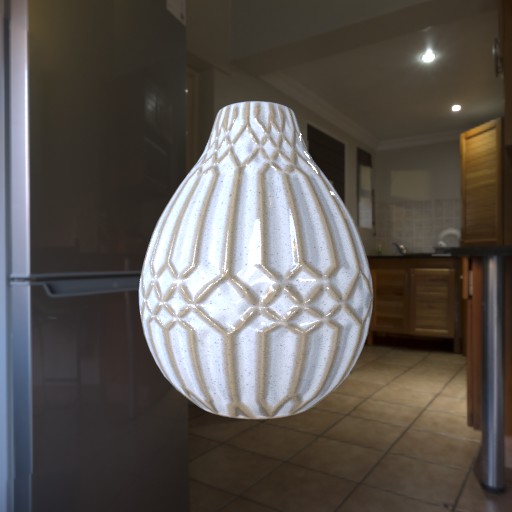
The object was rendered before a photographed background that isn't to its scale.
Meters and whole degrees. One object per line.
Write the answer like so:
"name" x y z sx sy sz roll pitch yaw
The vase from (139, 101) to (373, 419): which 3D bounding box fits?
"vase" 0.000 0.000 0.312 0.159 0.200 0.159 0 1 0
